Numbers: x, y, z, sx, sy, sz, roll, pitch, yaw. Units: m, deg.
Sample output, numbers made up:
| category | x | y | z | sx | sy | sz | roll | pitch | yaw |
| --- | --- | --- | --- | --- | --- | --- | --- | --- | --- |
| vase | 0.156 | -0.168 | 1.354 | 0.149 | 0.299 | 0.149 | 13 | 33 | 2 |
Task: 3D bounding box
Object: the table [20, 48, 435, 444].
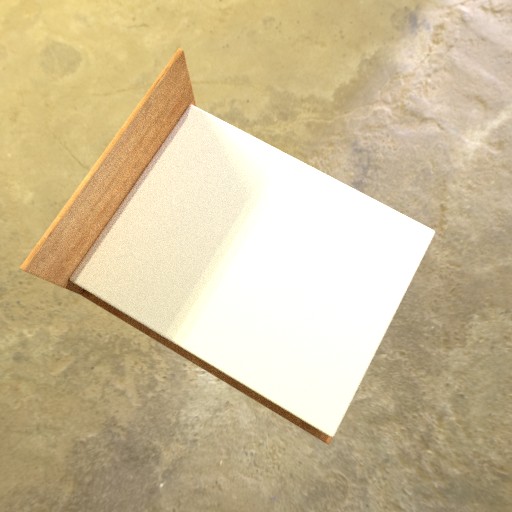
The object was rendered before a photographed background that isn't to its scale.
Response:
| category | x | y | z | sx | sy | sz | roll | pitch | yaw |
| --- | --- | --- | --- | --- | --- | --- | --- | --- | --- |
| table | 0.000 | 0.000 | 3.093 | 2.149 | 1.041 | 1.707 | 29 | 78 | 7 |
